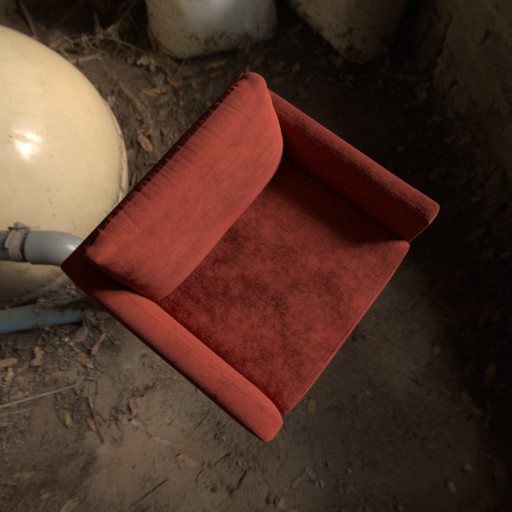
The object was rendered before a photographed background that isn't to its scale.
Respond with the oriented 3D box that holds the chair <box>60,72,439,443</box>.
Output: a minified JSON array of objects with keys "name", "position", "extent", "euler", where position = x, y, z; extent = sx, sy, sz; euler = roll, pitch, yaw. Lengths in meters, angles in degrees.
[{"name":"chair","position":[0.000,0.000,1.634],"extent":[0.875,0.812,0.964],"euler":[37,78,10]}]
